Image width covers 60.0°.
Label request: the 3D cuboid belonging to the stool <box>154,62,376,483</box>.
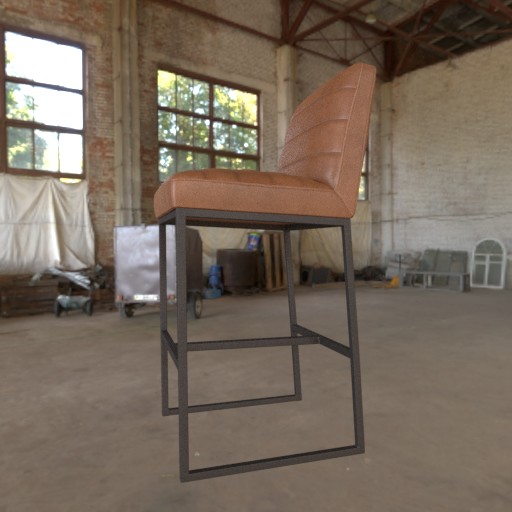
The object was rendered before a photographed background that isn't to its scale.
[{"bbox_3d":[0.000,0.000,1.300,0.556,1.040,0.458,0,2,-18],"label":"stool"}]
